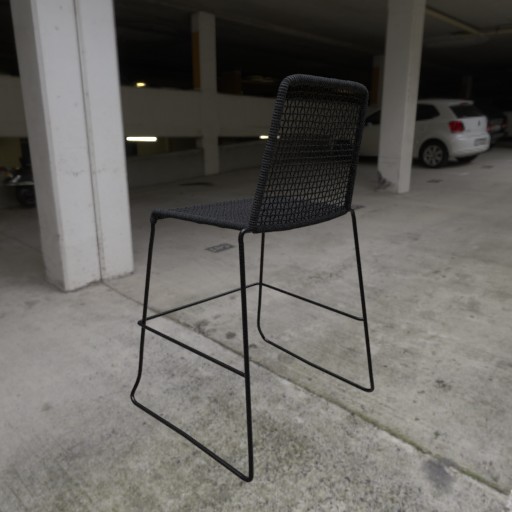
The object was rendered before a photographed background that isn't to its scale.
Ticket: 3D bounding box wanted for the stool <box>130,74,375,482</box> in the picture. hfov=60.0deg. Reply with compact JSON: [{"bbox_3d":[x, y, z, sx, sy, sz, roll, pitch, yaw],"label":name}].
[{"bbox_3d":[0.000,0.000,1.255,0.590,0.905,0.509,-15,21,-43],"label":"stool"}]
